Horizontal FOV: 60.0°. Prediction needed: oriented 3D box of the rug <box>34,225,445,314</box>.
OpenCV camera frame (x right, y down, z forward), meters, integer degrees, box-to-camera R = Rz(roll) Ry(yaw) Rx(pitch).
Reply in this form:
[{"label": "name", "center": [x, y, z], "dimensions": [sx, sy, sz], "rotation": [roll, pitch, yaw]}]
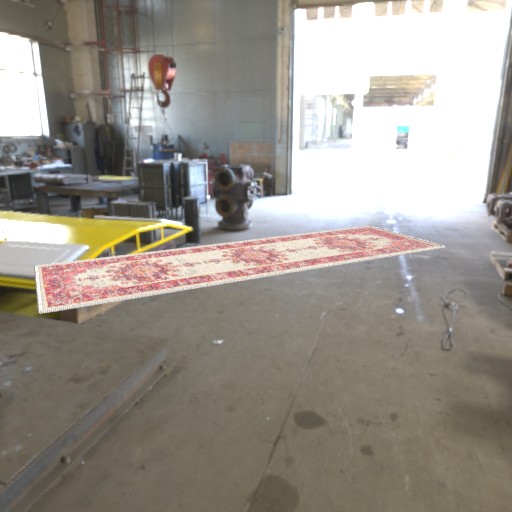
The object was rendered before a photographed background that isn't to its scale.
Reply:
[{"label": "rug", "center": [0.000, 0.000, 2.034], "dimensions": [1.824, 0.009, 0.562], "rotation": [-8, 18, -26]}]
